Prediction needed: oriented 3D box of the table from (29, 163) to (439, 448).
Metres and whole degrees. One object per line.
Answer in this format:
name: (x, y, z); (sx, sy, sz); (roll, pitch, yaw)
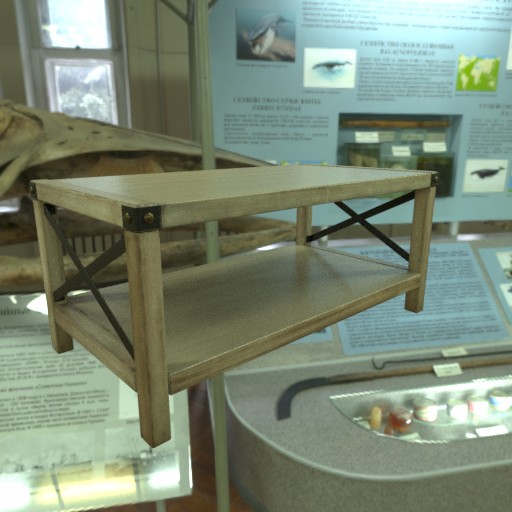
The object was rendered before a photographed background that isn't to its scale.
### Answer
table: (0.000, 0.000, 1.270); (1.016, 0.456, 0.559); (-13, 20, -40)
